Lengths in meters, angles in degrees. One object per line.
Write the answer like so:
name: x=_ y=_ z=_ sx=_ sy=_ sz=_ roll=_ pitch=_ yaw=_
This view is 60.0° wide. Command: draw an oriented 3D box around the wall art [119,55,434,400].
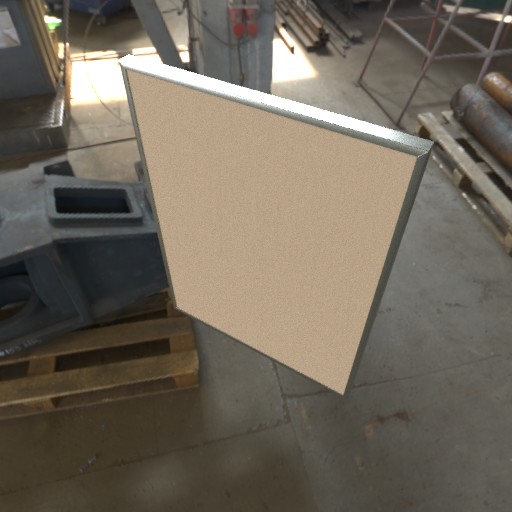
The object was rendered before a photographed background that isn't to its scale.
wall art: x=0.000 y=0.000 z=1.395 sx=0.803 sy=1.062 sz=0.041 roll=24 pitch=51 yaw=21
